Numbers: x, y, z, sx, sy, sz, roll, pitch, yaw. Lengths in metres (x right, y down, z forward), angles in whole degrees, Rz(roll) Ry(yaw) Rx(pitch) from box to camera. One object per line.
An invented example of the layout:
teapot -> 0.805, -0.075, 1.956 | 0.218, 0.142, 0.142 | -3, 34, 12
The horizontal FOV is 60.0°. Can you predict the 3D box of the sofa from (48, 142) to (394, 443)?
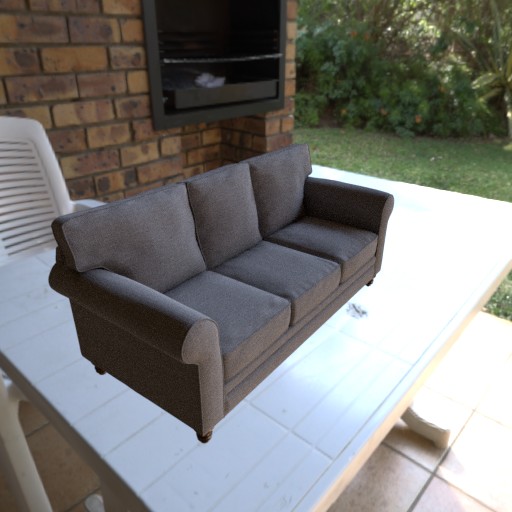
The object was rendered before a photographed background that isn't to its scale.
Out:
sofa -> 0.000, 0.000, 2.640 | 0.916, 0.961, 2.084 | 18, 31, 33
